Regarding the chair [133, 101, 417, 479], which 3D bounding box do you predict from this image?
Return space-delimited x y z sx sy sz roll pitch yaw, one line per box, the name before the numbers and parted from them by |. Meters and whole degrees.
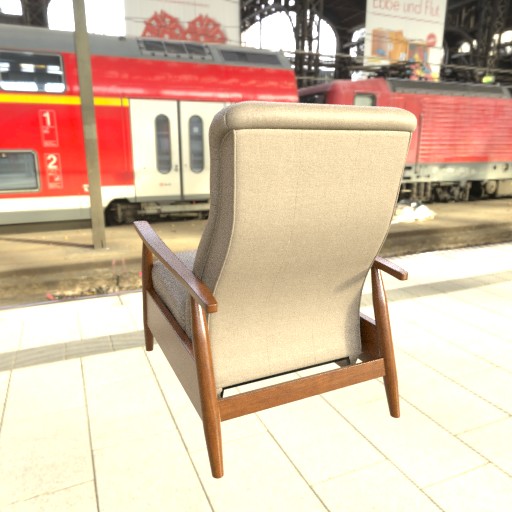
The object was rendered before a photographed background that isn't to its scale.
chair | 0.000 0.000 1.766 0.762 1.082 1.032 -7 16 -25
